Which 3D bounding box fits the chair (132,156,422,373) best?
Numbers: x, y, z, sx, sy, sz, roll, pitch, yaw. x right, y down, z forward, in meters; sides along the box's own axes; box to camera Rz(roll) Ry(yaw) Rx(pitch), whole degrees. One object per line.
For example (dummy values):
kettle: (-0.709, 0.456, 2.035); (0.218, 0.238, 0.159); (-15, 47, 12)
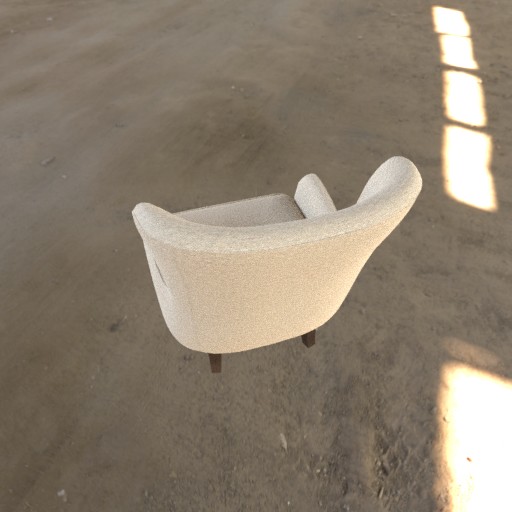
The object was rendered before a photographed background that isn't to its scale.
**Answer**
chair: (0.000, 0.000, 1.796); (0.861, 1.064, 0.984); (-13, 45, -13)
